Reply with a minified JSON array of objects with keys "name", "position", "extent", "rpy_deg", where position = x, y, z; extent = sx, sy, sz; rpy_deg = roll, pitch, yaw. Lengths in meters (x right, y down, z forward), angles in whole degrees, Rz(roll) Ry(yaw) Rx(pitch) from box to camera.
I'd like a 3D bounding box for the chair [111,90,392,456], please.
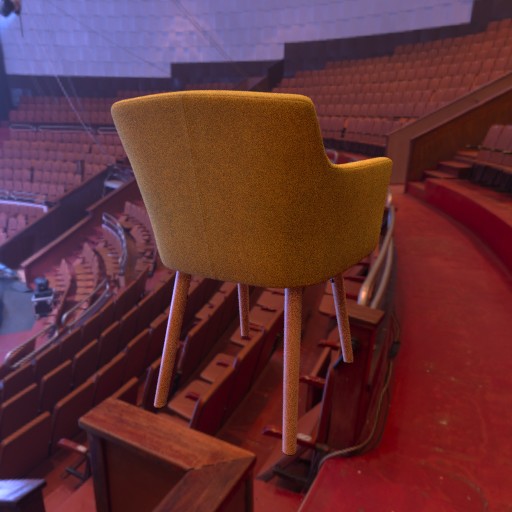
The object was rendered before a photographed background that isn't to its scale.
[{"name":"chair","position":[0.000,0.000,1.158],"extent":[0.570,0.780,0.570],"rpy_deg":[9,18,27]}]
